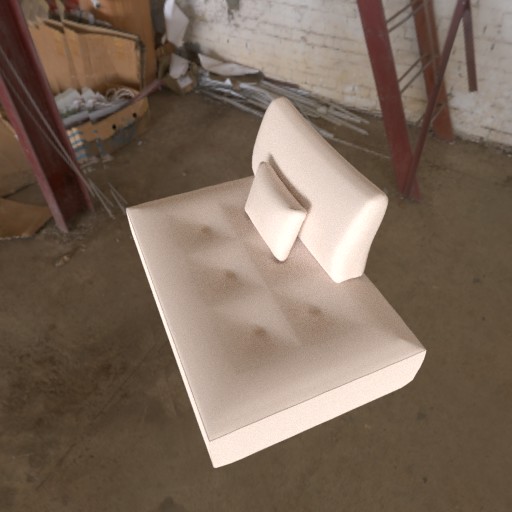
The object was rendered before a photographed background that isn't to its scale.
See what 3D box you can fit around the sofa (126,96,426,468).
[{"bbox_3d":[0.000,0.000,2.141,1.000,0.820,1.450,-17,48,-16],"label":"sofa"}]
